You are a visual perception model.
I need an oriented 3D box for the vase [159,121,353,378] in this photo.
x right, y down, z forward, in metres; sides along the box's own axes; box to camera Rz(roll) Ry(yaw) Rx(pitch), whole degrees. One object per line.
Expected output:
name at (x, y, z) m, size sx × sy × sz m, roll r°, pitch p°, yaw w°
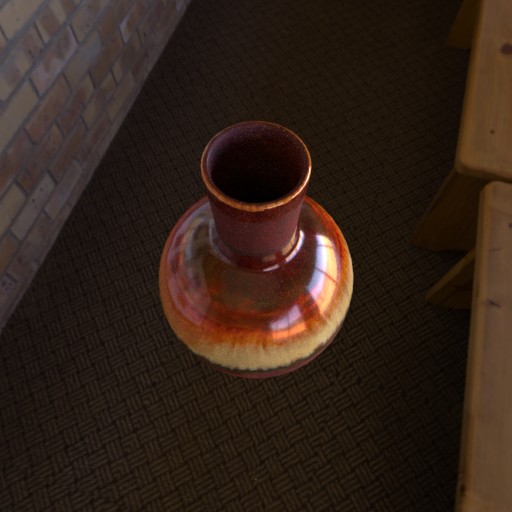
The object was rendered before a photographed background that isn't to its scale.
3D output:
vase at (0.000, 0.000, 0.232) m, size 0.111 × 0.154 × 0.111 m, roll 0°, pitch 63°, yaw 0°
